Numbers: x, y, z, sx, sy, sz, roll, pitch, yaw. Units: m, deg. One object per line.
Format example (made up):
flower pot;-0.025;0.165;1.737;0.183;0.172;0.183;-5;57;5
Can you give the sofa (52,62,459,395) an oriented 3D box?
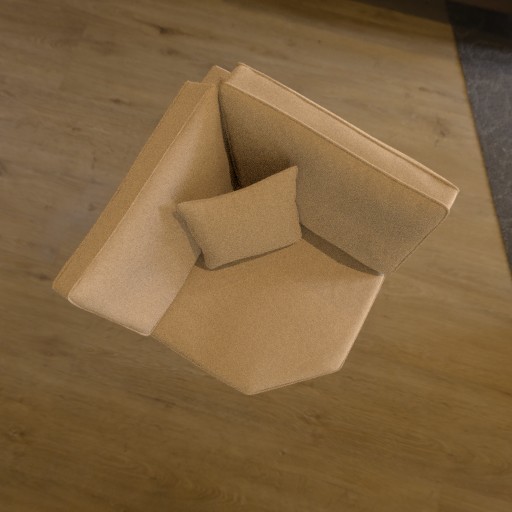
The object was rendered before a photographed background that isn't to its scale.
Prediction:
sofa;0.000;0.000;1.852;1.042;0.937;1.050;31;78;7
